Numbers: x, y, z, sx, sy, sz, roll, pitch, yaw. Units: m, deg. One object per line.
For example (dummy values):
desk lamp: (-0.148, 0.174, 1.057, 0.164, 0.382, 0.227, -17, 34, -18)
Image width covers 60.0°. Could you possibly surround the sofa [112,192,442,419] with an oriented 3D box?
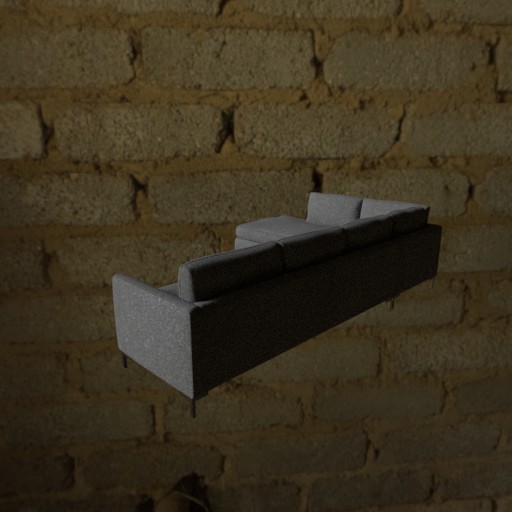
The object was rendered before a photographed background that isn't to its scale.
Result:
sofa: (0.000, 0.000, 3.852, 2.949, 0.815, 2.007, -15, 22, -43)
